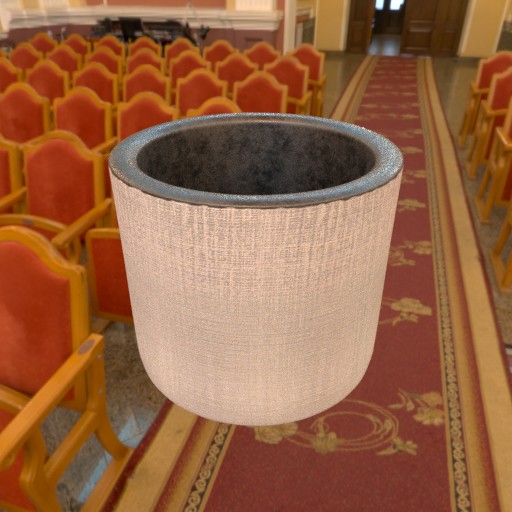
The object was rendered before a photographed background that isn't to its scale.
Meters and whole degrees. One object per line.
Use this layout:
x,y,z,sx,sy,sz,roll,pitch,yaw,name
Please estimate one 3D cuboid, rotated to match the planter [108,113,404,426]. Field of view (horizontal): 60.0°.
0.000,0.000,0.220,0.125,0.112,0.125,0,31,0,planter
